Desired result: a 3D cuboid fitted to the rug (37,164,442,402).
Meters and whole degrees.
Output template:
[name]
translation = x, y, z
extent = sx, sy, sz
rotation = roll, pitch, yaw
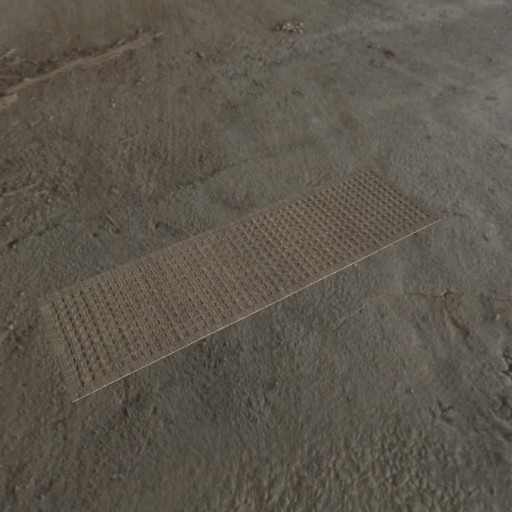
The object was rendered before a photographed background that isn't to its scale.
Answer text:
[rug]
translation = 0.000, 0.000, 2.695
extent = 2.443, 0.009, 0.706
rotation = -24, 52, -20
